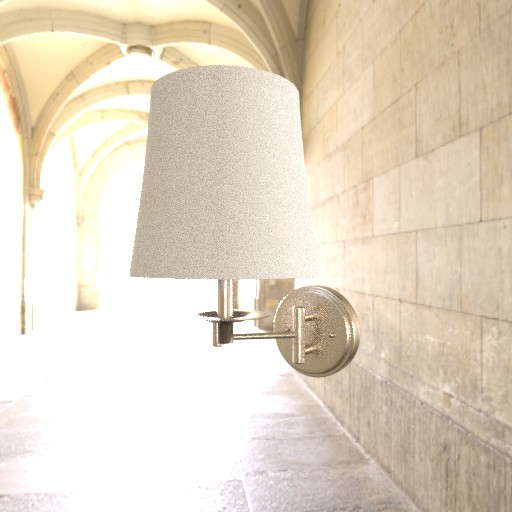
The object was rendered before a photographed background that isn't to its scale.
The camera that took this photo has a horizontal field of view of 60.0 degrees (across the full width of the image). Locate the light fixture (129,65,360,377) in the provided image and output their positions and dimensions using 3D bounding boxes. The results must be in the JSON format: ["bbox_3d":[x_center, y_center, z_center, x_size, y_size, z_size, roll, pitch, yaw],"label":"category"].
[{"bbox_3d":[0.000,0.000,0.581,0.223,0.381,0.348,0,-1,36],"label":"light fixture"}]
